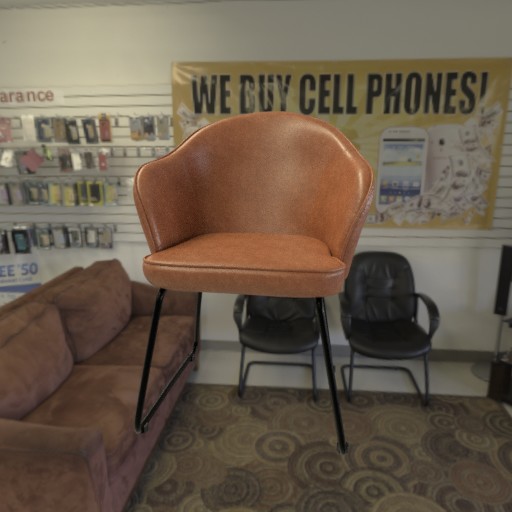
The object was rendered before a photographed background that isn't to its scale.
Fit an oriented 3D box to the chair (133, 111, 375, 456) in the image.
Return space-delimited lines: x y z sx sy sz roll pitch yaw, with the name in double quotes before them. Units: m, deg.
"chair" 0.000 0.000 1.198 0.582 0.785 0.580 2 14 8
